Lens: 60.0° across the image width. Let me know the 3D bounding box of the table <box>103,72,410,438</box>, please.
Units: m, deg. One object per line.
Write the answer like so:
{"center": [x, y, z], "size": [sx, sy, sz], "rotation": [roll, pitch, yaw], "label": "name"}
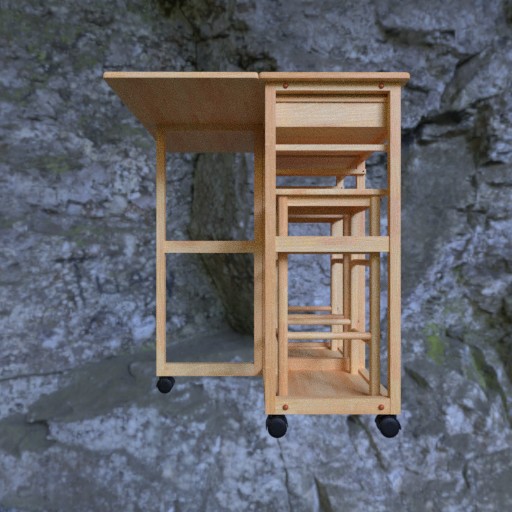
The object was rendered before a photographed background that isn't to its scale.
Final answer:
{"center": [0.000, 0.000, 1.371], "size": [0.693, 0.832, 0.752], "rotation": [0, 0, 0], "label": "table"}
